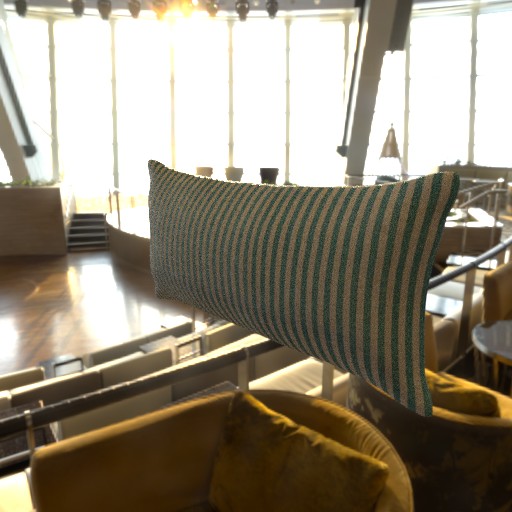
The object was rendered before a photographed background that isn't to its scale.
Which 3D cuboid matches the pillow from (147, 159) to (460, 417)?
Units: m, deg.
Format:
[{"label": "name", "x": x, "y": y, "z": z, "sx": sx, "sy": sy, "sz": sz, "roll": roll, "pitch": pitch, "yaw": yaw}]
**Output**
[{"label": "pillow", "x": 0.000, "y": 0.000, "z": 0.716, "sx": 0.151, "sy": 0.295, "sz": 0.617, "roll": -13, "pitch": 19, "yaw": -43}]
